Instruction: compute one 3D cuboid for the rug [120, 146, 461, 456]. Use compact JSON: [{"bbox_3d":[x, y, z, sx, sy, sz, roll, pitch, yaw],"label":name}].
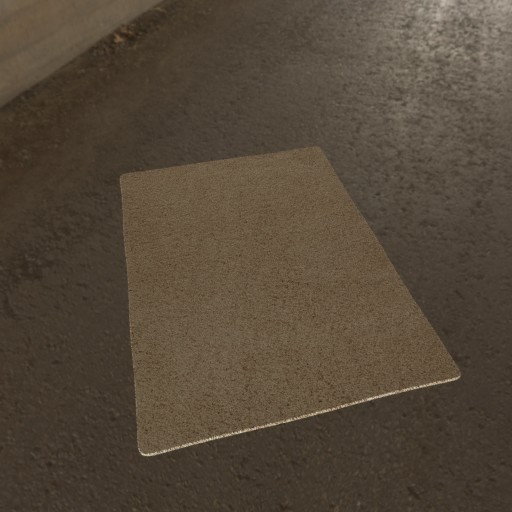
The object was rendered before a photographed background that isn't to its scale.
[{"bbox_3d":[0.000,0.000,2.100,1.199,0.025,1.600,-10,47,-10],"label":"rug"}]
